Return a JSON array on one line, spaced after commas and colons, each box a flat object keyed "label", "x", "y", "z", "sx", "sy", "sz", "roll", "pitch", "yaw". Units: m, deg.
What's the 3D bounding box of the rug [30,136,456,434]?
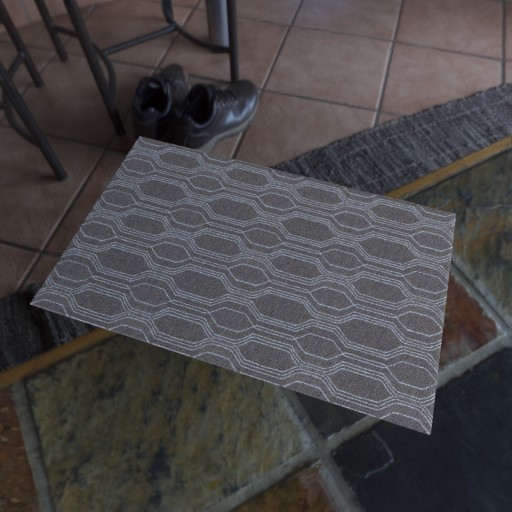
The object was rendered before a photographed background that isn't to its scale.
[{"label": "rug", "x": 0.000, "y": 0.000, "z": 2.935, "sx": 2.457, "sy": 0.012, "sz": 1.541, "roll": 16, "pitch": 60, "yaw": 9}]
